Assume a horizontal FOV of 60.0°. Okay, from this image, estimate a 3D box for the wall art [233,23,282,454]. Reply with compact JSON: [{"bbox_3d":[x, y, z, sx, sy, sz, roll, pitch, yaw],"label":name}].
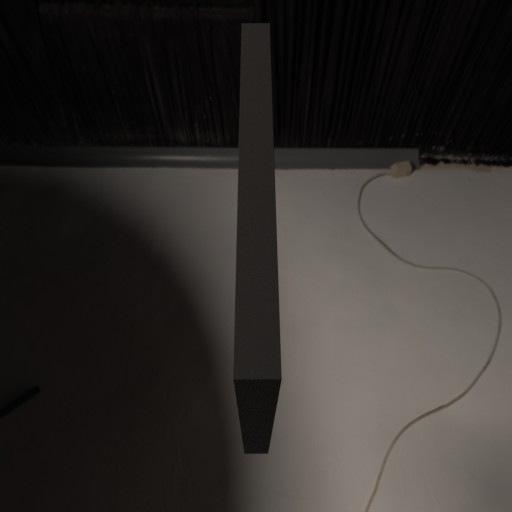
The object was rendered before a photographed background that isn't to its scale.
[{"bbox_3d":[0.000,0.000,0.515,0.031,0.330,0.381,0,59,0],"label":"wall art"}]
